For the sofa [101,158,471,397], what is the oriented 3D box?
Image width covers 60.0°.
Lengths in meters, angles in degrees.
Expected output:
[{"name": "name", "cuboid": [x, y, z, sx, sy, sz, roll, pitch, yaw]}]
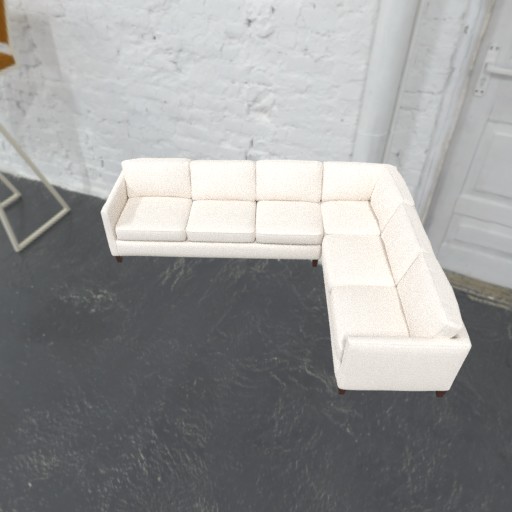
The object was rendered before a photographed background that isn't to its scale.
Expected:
[{"name": "sofa", "cuboid": [0.000, 0.000, 4.416, 3.302, 0.947, 2.593, 1, 41, 1]}]
